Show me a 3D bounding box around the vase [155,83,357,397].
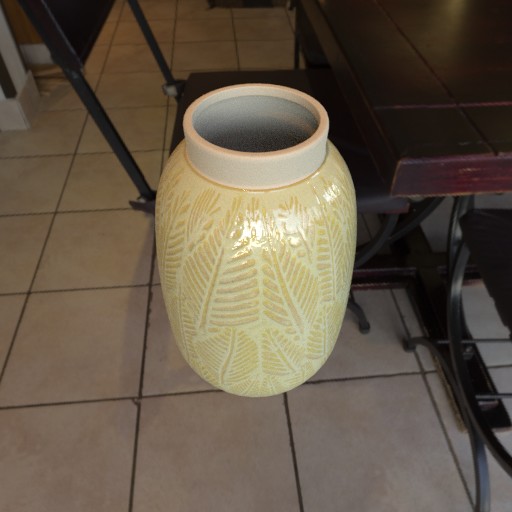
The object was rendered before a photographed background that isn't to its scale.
[{"bbox_3d":[0.000,0.000,0.391,0.172,0.270,0.172,0,47,0],"label":"vase"}]
